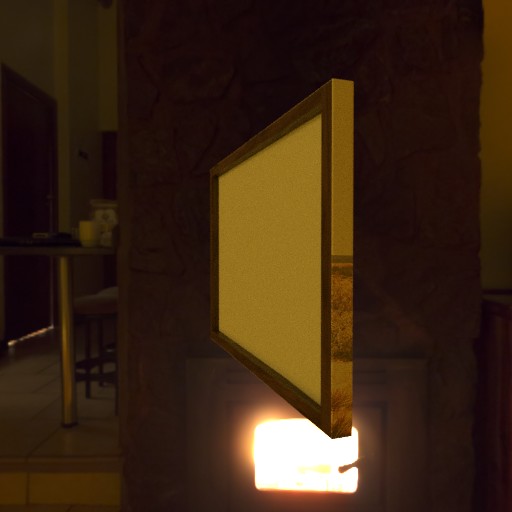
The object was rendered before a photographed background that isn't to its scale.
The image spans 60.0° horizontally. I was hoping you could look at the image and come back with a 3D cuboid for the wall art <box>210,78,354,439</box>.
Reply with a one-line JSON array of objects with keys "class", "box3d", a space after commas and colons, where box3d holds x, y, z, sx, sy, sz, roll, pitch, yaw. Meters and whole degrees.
[{"class": "wall art", "box3d": [0.000, 0.000, 1.479, 0.051, 0.761, 1.138, 0, 1, -19]}]
